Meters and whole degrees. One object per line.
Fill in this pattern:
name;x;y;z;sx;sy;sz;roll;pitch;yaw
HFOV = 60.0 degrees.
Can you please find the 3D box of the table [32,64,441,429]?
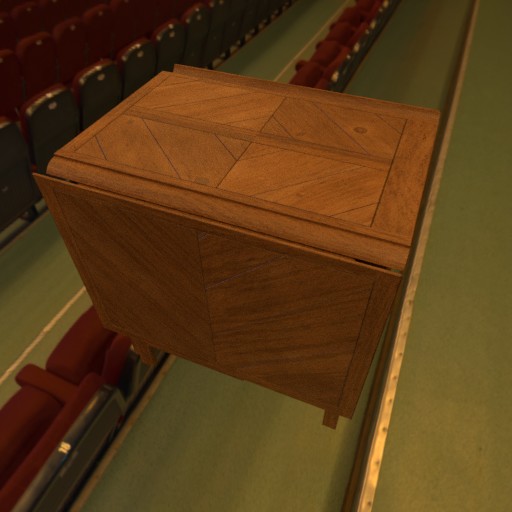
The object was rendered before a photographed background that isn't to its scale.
table;0.000;0.000;1.264;0.746;0.763;0.591;16;48;15
